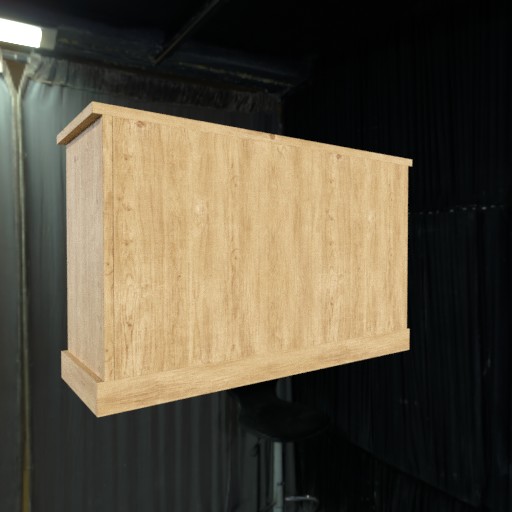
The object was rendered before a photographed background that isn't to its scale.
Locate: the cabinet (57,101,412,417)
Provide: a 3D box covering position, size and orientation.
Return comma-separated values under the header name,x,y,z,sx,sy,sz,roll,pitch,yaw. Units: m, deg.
name,x,y,z,sx,sy,sz,roll,pitch,yaw
cabinet,0.000,0.000,1.691,1.321,0.810,0.432,-1,2,-35
